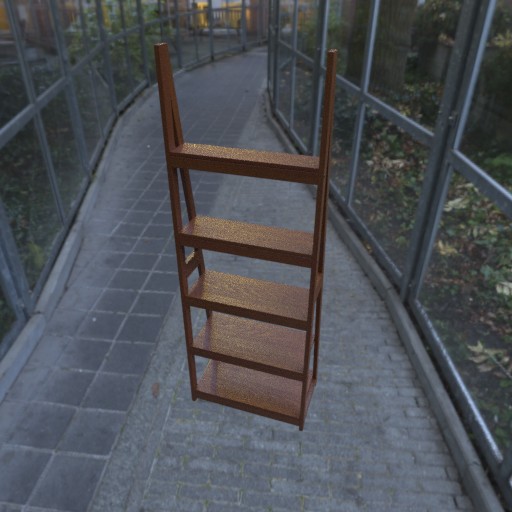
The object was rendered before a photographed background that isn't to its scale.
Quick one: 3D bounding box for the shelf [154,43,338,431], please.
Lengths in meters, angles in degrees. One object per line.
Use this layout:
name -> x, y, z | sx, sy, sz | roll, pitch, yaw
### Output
shelf -> 0.000, 0.000, 2.043 | 0.630, 1.780, 0.356 | 10, 33, 16
